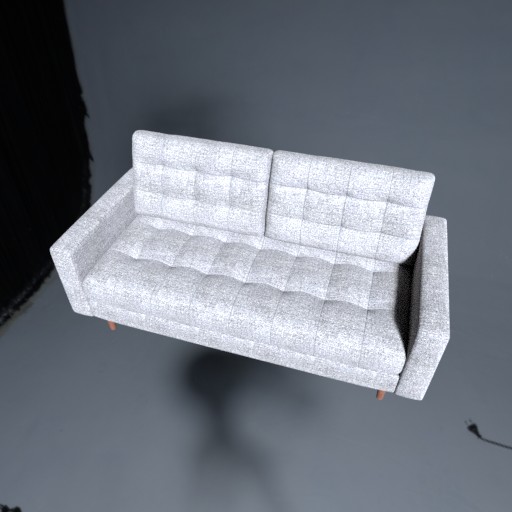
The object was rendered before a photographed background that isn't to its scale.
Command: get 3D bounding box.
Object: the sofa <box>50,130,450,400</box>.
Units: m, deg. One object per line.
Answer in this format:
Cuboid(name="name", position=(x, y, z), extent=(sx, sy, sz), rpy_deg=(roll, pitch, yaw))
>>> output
Cuboid(name="sofa", position=(0.000, 0.000, 2.300), extent=(1.821, 0.902, 0.863), rpy_deg=(11, 42, 13))
